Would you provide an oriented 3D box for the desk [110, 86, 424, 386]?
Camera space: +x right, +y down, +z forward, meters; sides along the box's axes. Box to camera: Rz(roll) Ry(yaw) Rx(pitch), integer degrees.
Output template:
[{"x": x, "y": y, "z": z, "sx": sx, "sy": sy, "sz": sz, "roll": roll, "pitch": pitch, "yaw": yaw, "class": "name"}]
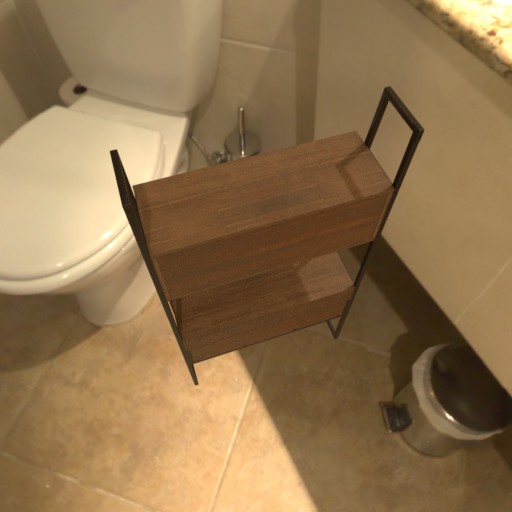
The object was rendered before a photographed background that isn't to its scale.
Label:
[{"x": 0.000, "y": 0.000, "z": 2.241, "sx": 0.982, "sy": 1.809, "sz": 0.515, "roll": -16, "pitch": 59, "yaw": -10, "class": "desk"}]
